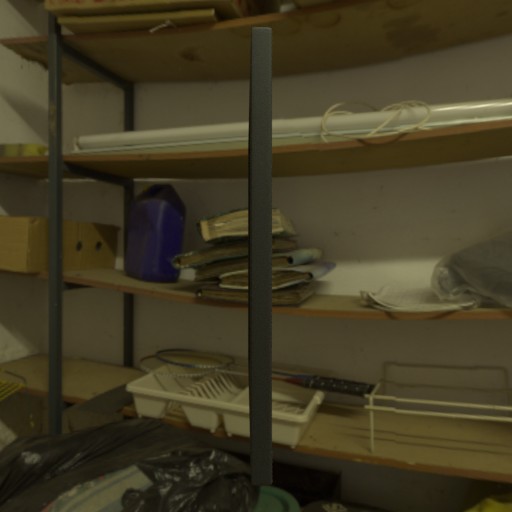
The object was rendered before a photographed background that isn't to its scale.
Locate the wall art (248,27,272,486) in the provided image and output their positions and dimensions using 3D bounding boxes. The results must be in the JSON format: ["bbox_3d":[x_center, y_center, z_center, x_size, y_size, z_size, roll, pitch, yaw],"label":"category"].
[{"bbox_3d":[0.000,0.000,0.665,0.022,0.453,0.456,0,0,-1],"label":"wall art"}]
